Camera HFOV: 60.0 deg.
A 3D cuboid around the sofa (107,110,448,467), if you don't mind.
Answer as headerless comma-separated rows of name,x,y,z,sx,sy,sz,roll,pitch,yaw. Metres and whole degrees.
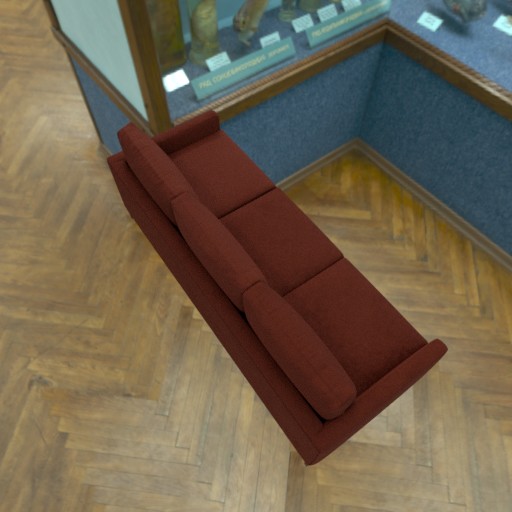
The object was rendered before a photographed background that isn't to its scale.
sofa,0.000,0.000,2.738,0.875,0.879,2.252,-31,63,-18
